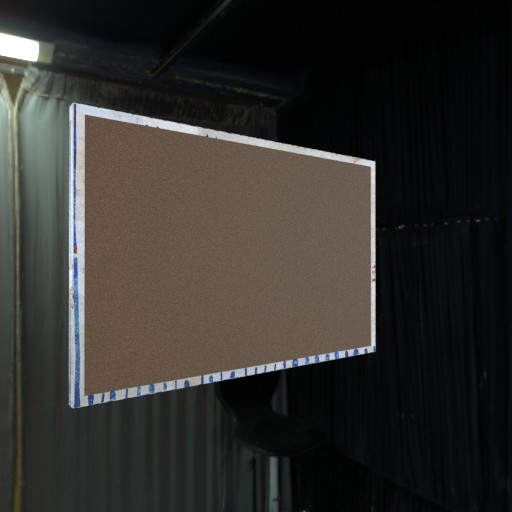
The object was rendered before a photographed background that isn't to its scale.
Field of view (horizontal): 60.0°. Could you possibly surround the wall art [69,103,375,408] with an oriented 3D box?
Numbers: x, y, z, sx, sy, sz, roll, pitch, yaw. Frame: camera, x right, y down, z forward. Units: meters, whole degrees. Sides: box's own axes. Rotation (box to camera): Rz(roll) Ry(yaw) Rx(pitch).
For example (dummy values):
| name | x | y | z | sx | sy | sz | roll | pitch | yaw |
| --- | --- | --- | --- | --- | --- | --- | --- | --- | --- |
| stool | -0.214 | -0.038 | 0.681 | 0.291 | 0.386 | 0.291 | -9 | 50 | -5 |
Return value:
| name | x | y | z | sx | sy | sz | roll | pitch | yaw |
| --- | --- | --- | --- | --- | --- | --- | --- | --- | --- |
| wall art | 0.000 | 0.000 | 1.161 | 0.919 | 0.609 | 0.030 | 0 | 0 | -36 |
